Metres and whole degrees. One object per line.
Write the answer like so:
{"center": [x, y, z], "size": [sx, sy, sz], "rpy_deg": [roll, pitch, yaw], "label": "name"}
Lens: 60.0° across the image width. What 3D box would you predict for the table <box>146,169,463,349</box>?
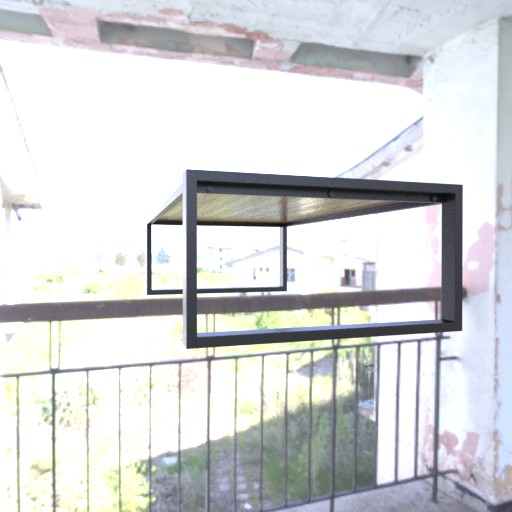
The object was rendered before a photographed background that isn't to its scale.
{"center": [0.000, 0.000, 1.734], "size": [0.750, 0.400, 1.350], "rpy_deg": [0, 0, -18], "label": "table"}
